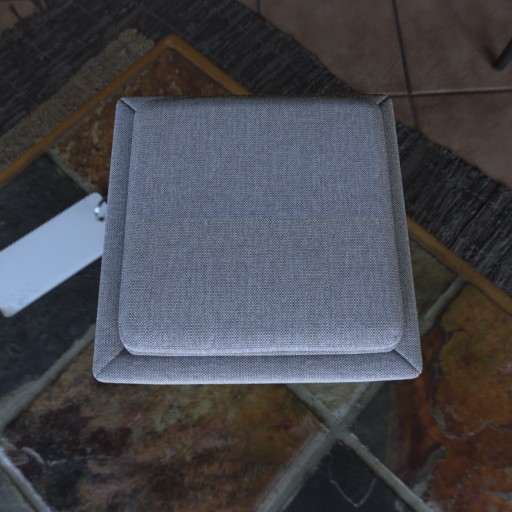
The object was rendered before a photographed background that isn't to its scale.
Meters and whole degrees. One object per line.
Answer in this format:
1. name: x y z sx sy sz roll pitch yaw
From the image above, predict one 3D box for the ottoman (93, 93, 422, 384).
1. ottoman: 0.000 0.000 0.819 0.450 0.460 0.450 -1 73 0
